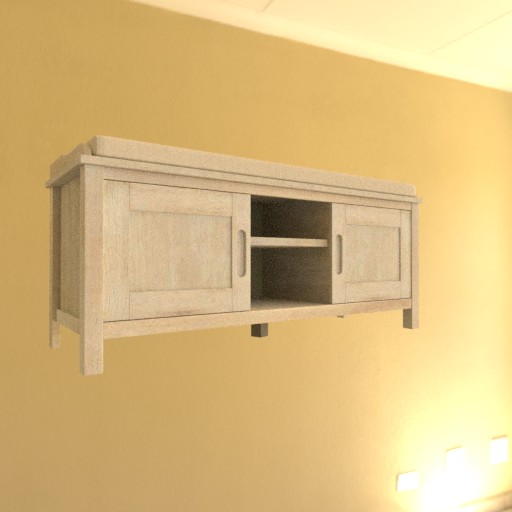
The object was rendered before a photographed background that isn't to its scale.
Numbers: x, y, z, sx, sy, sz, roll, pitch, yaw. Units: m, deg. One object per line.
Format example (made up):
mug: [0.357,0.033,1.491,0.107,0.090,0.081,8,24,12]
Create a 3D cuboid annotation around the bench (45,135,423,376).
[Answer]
bench: [0.000,0.000,1.384,1.140,0.501,0.398,0,-1,-35]
